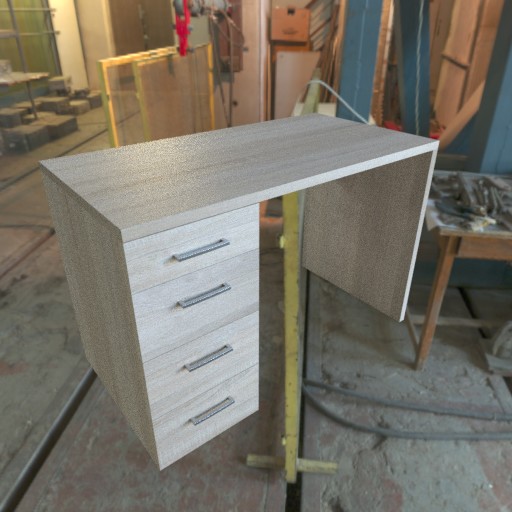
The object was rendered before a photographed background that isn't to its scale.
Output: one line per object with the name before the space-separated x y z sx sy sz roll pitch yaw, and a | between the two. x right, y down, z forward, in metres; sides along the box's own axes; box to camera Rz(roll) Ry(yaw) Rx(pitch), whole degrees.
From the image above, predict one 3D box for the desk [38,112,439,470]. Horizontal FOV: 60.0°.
desk | 0.000 0.000 1.525 1.100 0.731 0.600 -21 35 -33
